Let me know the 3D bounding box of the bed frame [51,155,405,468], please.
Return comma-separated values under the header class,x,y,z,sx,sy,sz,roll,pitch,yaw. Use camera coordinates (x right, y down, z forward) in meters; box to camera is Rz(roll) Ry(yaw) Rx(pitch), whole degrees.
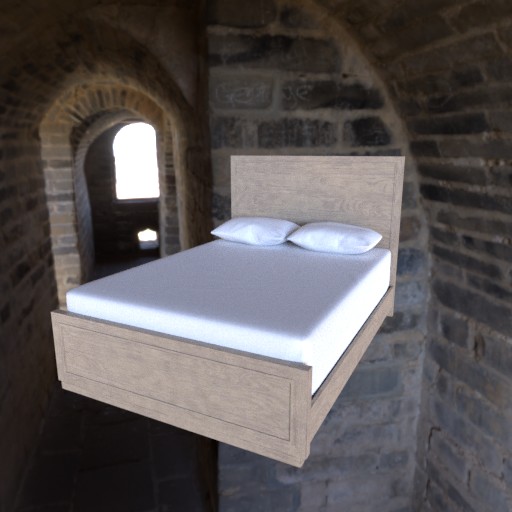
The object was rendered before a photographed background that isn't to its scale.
class,x,y,z,sx,sy,sz,roll,pitch,yaw
bed frame,0.000,0.000,3.160,1.606,1.369,2.189,7,15,26
